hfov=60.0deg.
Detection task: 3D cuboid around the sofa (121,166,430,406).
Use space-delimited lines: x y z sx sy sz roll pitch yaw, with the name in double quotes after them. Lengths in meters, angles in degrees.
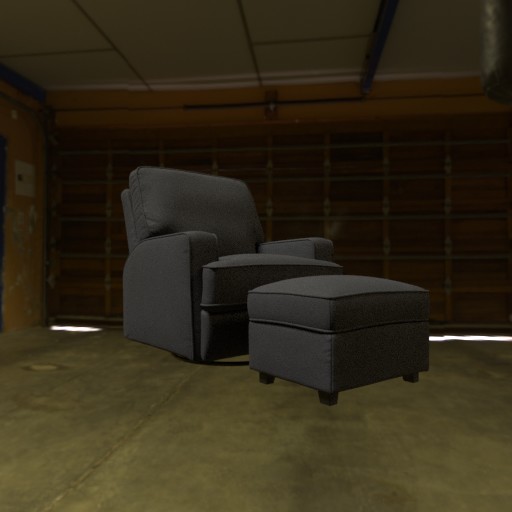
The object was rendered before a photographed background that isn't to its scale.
0.000 0.000 2.070 0.861 0.959 1.472 1 -2 -37 "sofa"
